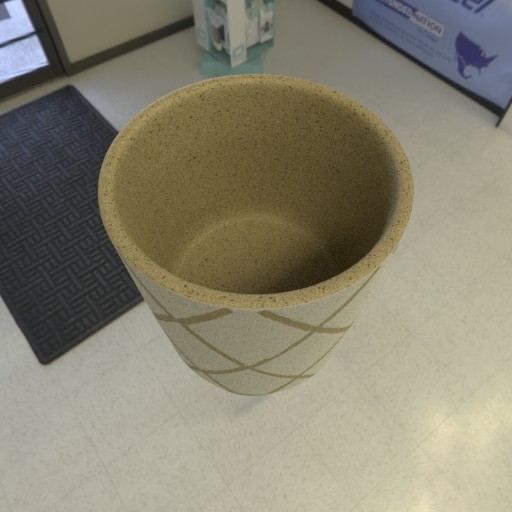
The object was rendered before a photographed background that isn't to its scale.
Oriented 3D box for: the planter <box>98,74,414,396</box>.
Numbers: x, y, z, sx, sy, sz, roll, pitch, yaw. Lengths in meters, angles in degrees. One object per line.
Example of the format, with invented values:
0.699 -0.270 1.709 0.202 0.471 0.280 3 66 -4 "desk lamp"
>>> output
0.000 0.000 0.421 0.228 0.235 0.228 0 57 0 "planter"
